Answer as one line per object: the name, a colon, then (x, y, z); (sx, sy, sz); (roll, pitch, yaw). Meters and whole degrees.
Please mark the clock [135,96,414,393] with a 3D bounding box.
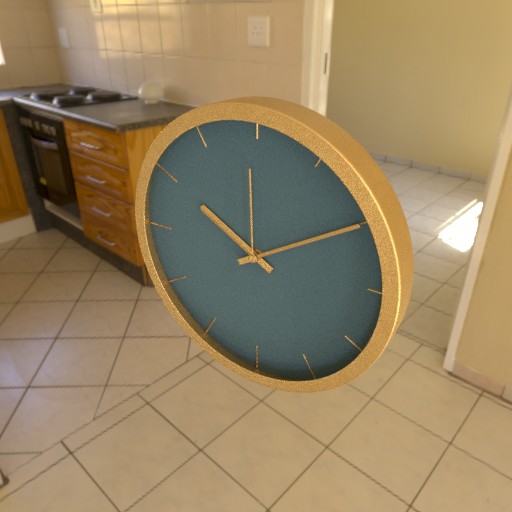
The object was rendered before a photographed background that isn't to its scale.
clock: (0.000, 0.000, 0.465); (0.314, 0.314, 0.040); (17, 33, 29)
